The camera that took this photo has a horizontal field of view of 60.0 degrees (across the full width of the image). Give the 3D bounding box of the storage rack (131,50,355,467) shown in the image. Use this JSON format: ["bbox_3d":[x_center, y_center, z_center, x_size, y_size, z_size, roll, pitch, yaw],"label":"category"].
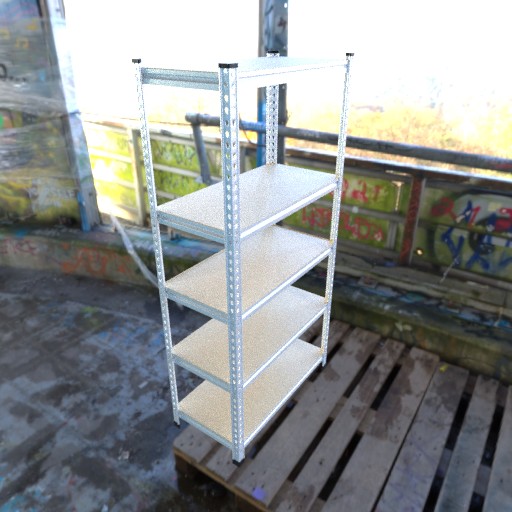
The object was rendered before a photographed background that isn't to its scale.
[{"bbox_3d":[0.000,0.000,2.215,0.457,1.829,0.914,18,32,31],"label":"storage rack"}]
